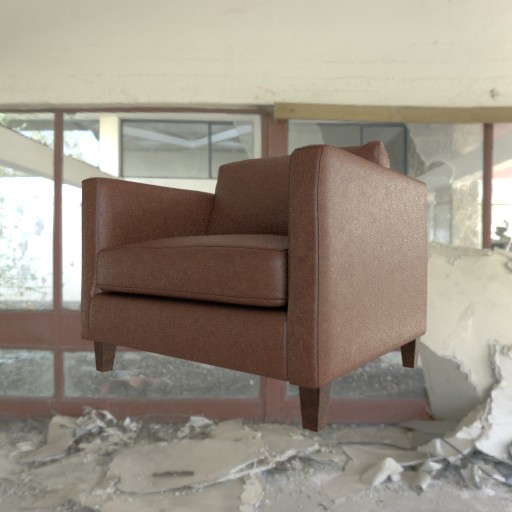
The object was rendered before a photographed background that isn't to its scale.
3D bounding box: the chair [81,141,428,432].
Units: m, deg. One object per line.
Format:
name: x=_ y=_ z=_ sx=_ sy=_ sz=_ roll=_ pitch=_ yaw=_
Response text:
chair: x=0.000 y=0.000 z=1.787 sx=1.107 sy=0.917 sz=0.959 roll=1 pitch=1 yaw=37
